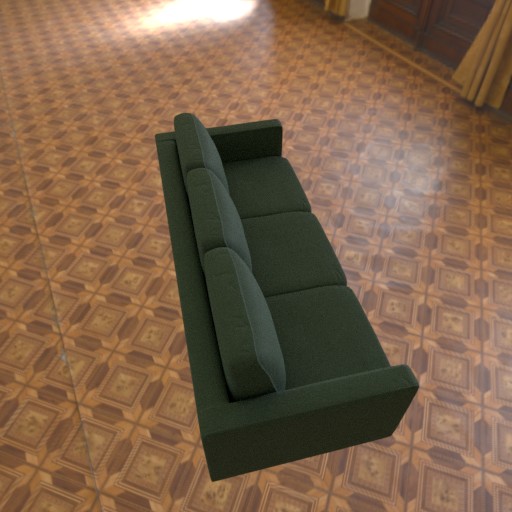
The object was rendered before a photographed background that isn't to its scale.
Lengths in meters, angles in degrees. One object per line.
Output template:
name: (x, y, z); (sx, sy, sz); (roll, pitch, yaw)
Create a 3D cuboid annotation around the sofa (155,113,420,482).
sofa: (0.000, 0.000, 2.450); (0.879, 0.899, 2.029); (-10, 48, -9)
